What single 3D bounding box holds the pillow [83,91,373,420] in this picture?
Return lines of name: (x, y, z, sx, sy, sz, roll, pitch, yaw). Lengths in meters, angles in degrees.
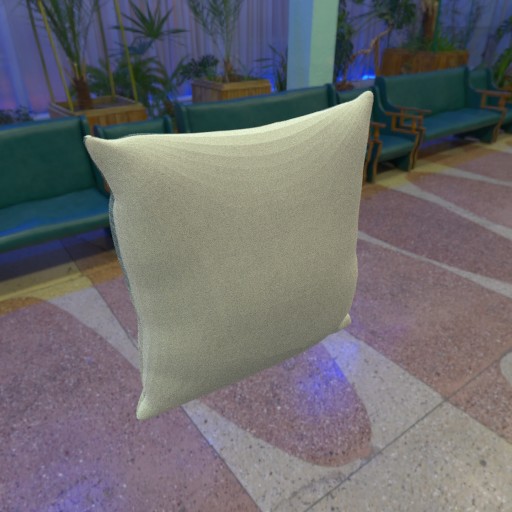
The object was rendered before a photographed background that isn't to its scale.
pillow: (0.000, 0.000, 0.675, 0.440, 0.441, 0.182, -18, 34, -29)
